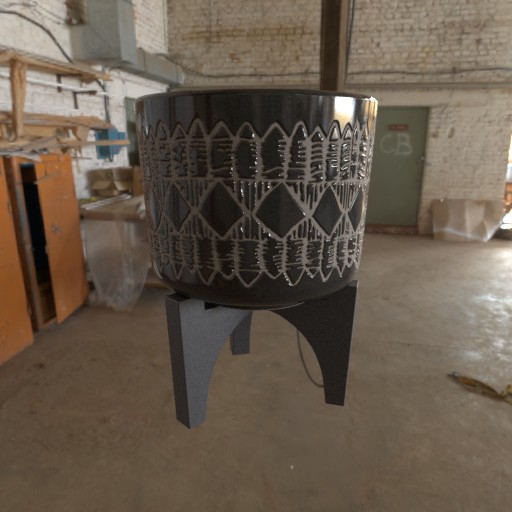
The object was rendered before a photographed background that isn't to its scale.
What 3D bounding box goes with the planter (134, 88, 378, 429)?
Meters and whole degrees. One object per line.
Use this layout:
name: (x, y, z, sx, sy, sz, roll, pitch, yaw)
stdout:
planter: (0.000, 0.000, 0.399, 0.196, 0.264, 0.196, -14, 20, -42)
